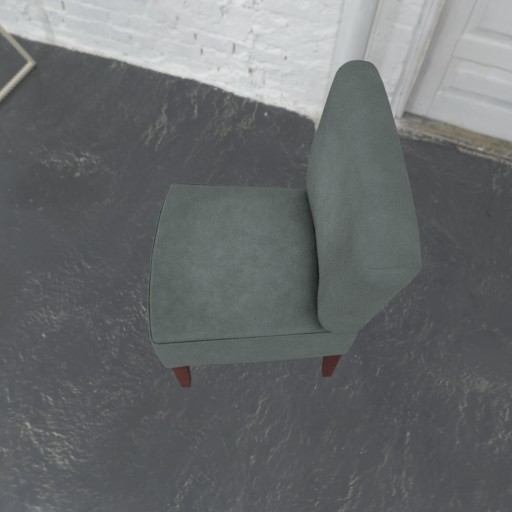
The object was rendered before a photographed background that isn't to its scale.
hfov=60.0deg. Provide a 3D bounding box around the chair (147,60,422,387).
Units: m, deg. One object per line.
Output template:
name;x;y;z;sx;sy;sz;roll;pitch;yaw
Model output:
chair;0.000;0.000;1.165;0.554;0.806;0.521;0;59;0
